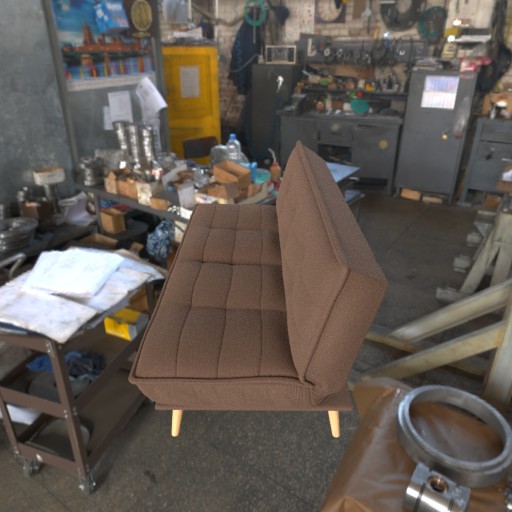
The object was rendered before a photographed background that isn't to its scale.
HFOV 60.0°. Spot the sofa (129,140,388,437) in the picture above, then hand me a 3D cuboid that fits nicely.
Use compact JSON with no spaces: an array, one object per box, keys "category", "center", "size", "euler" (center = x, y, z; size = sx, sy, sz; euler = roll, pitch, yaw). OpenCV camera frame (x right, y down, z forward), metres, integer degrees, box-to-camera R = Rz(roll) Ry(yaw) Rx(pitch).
[{"category":"sofa","center":[0.000,0.000,2.482],"size":[0.950,0.890,1.940],"euler":[0,26,0]}]
